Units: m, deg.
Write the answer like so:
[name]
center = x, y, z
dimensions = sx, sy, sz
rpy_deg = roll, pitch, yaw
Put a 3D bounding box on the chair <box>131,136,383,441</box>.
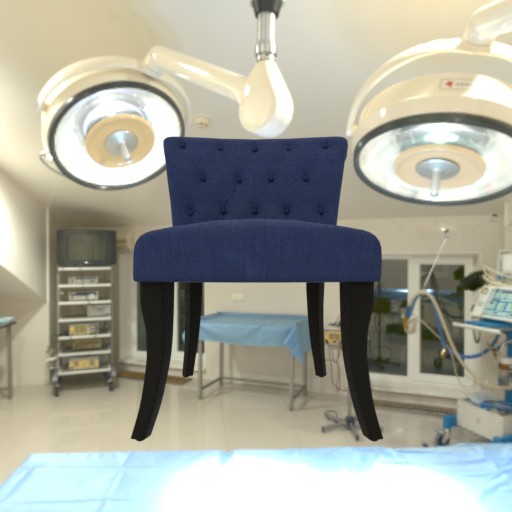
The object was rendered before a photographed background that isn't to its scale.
[chair]
center = 0.000, 0.000, 1.189
dimensions = 0.585, 0.753, 0.606
rpy_deg = 0, 0, 0
